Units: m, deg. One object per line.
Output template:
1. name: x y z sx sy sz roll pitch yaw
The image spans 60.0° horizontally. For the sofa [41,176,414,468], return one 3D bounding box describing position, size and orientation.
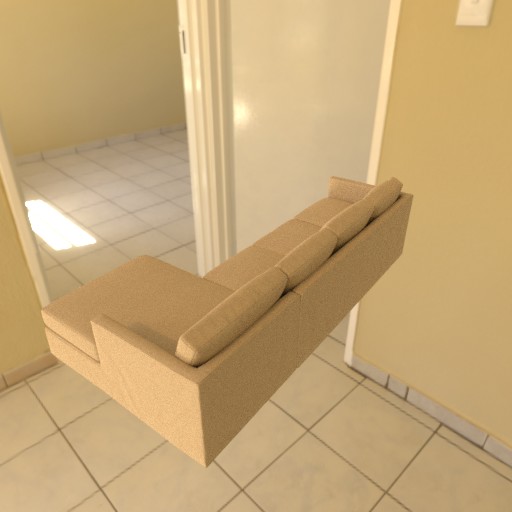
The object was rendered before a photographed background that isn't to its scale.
1. sofa: 0.000 0.000 3.906 1.622 0.867 3.177 21 36 31
